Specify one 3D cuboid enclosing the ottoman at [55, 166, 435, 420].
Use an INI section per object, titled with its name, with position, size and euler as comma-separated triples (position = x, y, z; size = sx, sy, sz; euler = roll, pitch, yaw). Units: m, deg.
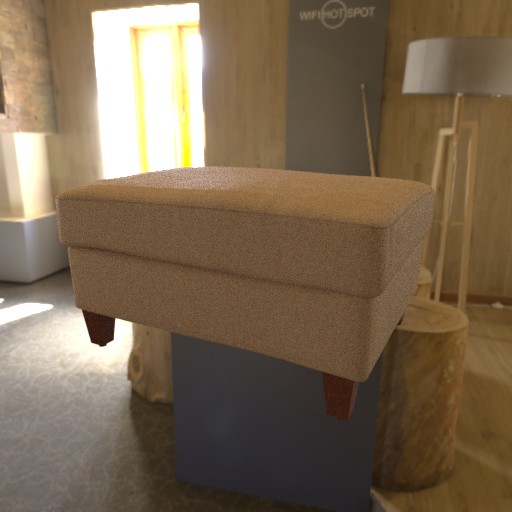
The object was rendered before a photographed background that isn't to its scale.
[ottoman]
position = 0.000, 0.000, 1.325
size = 0.902, 0.511, 0.692
euler = 8, 17, 27
